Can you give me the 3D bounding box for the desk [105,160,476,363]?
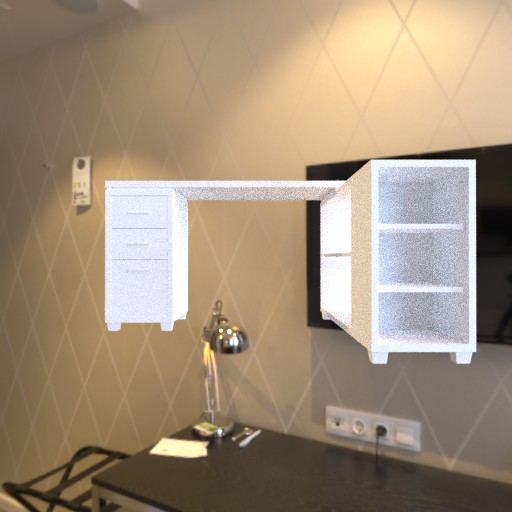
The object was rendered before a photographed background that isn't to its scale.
[{"bbox_3d":[0.000,0.000,2.135,1.524,0.759,1.199,0,0,0],"label":"desk"}]
